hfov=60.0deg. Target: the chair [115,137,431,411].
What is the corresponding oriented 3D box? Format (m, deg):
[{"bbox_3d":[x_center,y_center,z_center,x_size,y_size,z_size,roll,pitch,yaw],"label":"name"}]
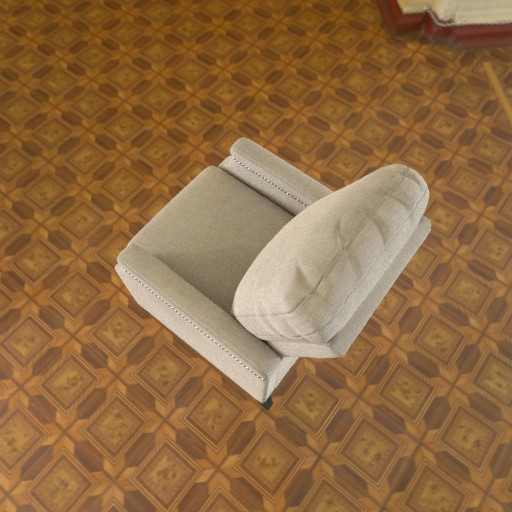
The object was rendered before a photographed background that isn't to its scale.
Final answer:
[{"bbox_3d":[0.000,0.000,1.646,0.922,1.049,0.710,35,68,16],"label":"chair"}]
